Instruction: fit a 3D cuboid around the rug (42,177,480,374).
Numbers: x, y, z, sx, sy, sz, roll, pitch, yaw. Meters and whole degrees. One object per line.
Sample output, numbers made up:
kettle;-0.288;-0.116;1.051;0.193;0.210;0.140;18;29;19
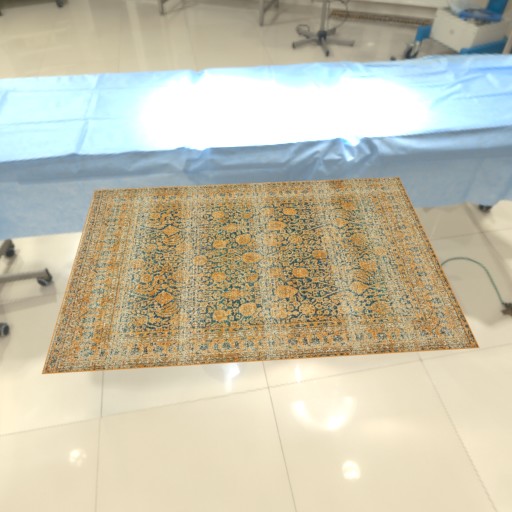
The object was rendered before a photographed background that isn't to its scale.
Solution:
rug;0.000;0.000;2.877;2.336;0.007;1.525;-3;47;-3
